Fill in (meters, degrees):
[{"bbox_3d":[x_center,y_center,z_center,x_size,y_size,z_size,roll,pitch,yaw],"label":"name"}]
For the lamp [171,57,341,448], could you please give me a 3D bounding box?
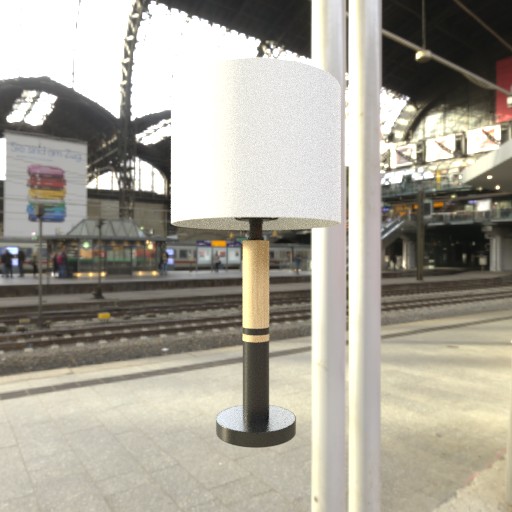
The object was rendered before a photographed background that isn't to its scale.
[{"bbox_3d":[0.000,0.000,0.811,0.305,0.640,0.305,0,0,-37],"label":"lamp"}]
